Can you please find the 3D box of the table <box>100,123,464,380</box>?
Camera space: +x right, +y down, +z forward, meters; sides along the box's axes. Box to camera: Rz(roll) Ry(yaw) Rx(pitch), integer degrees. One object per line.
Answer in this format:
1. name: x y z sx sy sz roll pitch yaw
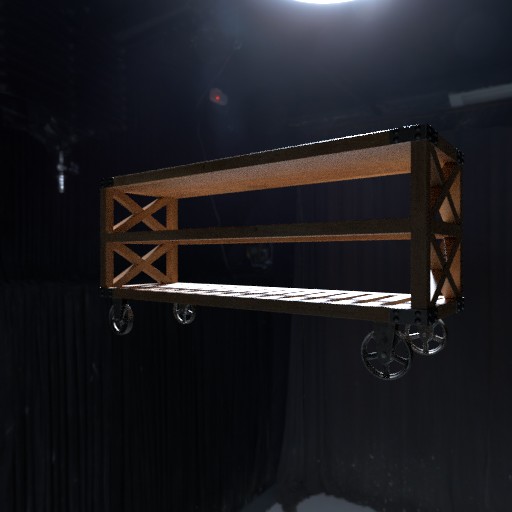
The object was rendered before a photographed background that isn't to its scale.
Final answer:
1. table: 0.000 0.000 1.808 1.487 0.711 0.467 0 0 36
